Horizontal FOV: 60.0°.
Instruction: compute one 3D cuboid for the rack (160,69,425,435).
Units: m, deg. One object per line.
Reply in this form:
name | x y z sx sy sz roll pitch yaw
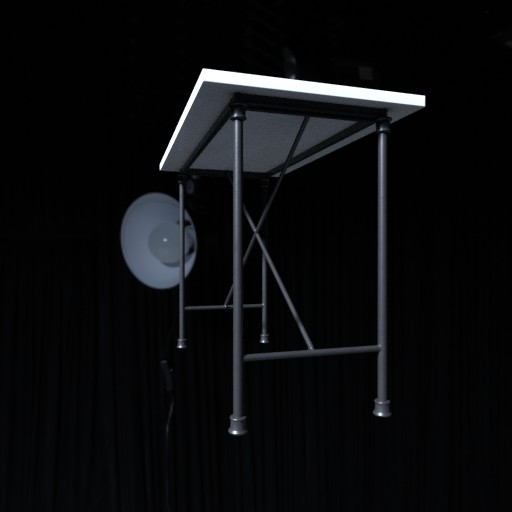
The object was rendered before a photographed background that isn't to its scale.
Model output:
rack | 0.000 0.000 1.676 0.613 0.880 1.159 0 0 -17
